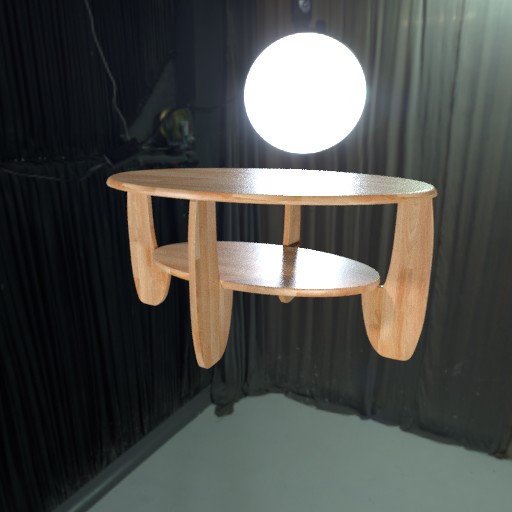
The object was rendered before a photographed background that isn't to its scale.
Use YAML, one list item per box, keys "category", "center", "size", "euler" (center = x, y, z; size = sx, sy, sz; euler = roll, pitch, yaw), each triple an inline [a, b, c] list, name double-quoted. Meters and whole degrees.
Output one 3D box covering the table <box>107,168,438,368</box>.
- category: "table"
  center: [0.000, 0.000, 1.409]
  size: [1.040, 0.490, 0.690]
  euler: [8, 18, 26]
